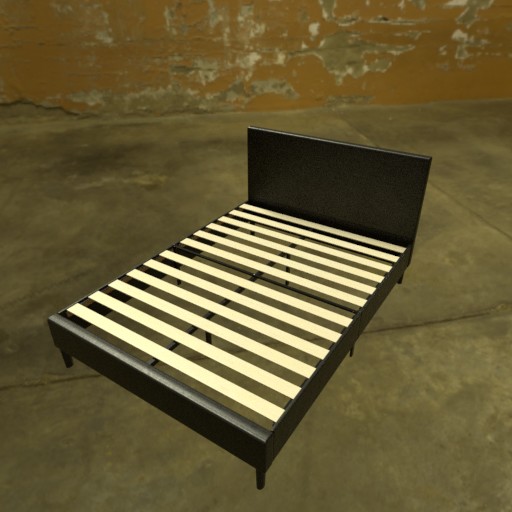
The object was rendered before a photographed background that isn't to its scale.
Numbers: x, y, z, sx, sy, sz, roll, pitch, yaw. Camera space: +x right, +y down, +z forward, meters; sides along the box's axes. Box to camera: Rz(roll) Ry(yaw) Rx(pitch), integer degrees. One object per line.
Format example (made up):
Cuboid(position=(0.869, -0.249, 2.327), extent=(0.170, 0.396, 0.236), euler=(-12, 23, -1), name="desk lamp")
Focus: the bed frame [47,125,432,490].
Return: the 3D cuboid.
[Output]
Cuboid(position=(0.000, 0.000, 3.151), extent=(1.634, 1.127, 2.318), euler=(19, 35, 28), name="bed frame")
